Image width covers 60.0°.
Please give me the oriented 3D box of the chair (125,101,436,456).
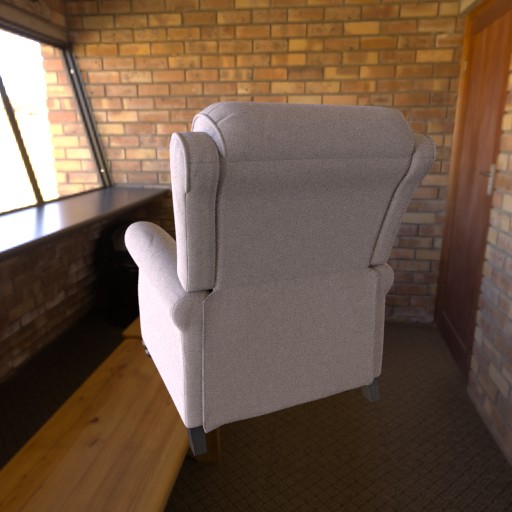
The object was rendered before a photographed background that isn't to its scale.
[{"bbox_3d":[0.000,0.000,1.678,0.859,1.046,0.919,-7,16,-24],"label":"chair"}]
